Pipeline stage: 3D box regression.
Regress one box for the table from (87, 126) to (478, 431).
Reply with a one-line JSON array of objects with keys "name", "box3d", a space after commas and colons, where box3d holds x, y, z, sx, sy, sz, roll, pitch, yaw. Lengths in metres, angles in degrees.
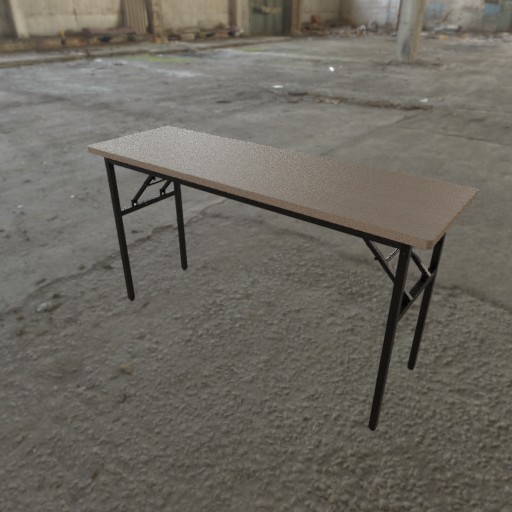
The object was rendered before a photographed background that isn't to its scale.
[{"name": "table", "box3d": [0.000, 0.000, 1.770, 1.397, 0.750, 0.447, 20, 35, 32]}]
